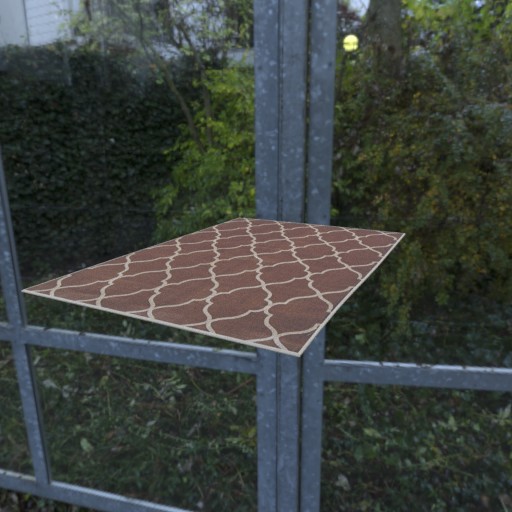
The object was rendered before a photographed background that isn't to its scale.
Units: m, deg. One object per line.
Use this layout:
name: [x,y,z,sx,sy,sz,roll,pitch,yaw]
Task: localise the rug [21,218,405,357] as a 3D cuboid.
rug: [0.000,0.000,2.904,1.528,0.014,2.294,8,17,26]
